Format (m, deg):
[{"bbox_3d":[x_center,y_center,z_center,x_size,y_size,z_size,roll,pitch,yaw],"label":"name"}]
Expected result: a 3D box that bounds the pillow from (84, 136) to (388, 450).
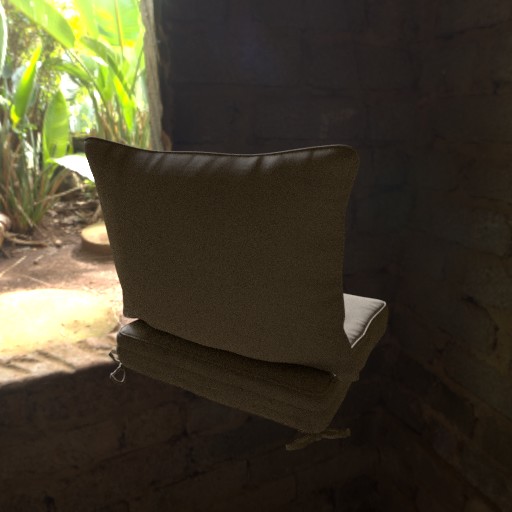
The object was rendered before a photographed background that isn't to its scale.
[{"bbox_3d":[0.000,0.000,1.365,0.798,0.716,0.733,9,20,28],"label":"pillow"}]
